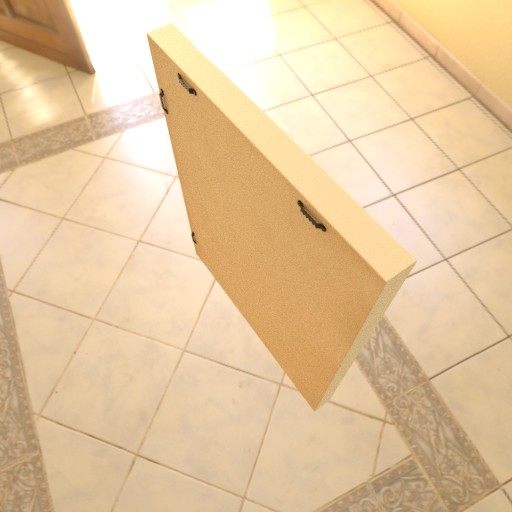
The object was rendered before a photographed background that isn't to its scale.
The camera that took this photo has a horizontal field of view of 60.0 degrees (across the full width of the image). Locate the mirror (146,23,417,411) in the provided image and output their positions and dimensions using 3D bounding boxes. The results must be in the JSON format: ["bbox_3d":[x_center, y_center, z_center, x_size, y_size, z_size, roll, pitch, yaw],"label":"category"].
[{"bbox_3d":[0.000,0.000,0.663,0.041,0.508,0.405,-31,64,-17],"label":"mirror"}]
